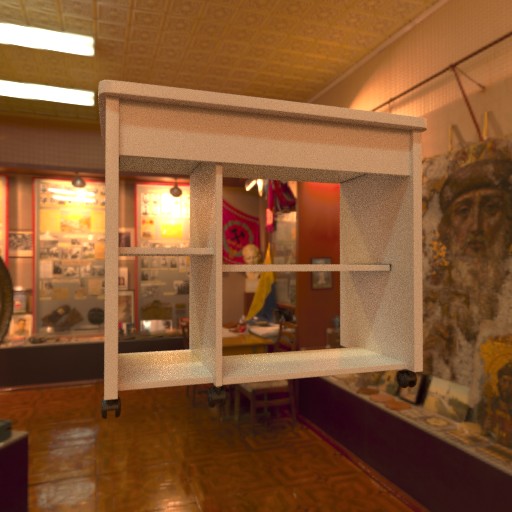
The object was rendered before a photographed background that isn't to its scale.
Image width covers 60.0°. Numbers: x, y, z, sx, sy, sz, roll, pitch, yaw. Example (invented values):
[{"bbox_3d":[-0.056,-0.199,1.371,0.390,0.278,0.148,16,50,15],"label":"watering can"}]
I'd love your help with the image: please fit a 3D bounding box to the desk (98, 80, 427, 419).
[{"bbox_3d":[0.000,0.000,1.317,0.877,0.763,0.475,0,-1,-18],"label":"desk"}]
